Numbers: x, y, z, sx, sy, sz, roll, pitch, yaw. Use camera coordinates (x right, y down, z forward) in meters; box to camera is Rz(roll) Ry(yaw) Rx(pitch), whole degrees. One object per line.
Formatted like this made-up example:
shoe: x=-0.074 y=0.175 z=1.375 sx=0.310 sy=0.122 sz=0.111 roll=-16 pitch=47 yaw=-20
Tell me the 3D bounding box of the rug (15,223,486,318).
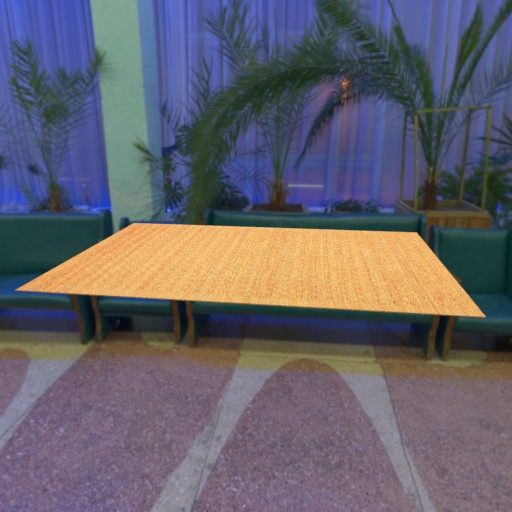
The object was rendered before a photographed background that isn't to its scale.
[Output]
rug: x=0.000 y=0.000 z=2.848 sx=2.285 sy=0.006 sz=1.524 roll=2 pitch=18 yaw=8
